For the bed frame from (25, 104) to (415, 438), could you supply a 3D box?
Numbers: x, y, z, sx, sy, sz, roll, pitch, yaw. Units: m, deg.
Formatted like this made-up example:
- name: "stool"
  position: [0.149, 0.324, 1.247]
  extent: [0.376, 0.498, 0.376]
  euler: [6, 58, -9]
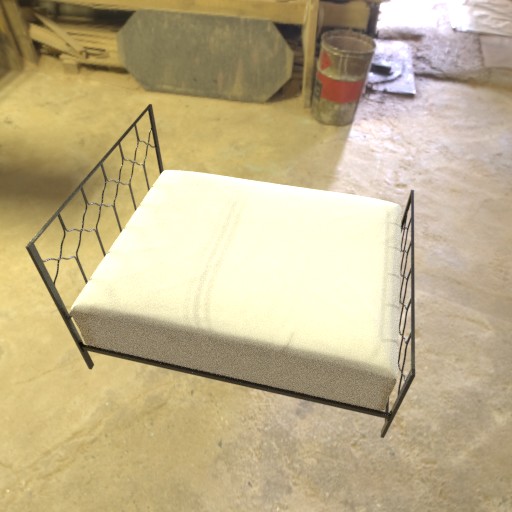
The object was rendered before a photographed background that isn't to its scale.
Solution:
- name: "bed frame"
  position: [0.000, 0.000, 3.094]
  extent: [2.063, 1.222, 1.597]
  euler: [10, 46, 10]
